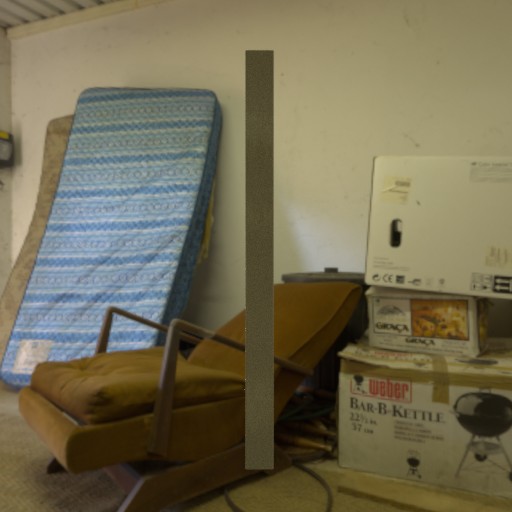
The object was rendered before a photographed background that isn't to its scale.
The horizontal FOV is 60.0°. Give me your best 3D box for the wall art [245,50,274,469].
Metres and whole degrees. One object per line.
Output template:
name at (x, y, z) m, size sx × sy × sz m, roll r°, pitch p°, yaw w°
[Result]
wall art at (0.000, 0.000, 1.352) m, size 0.053 × 0.787 × 1.041 m, roll 0°, pitch 1°, yaw -1°
